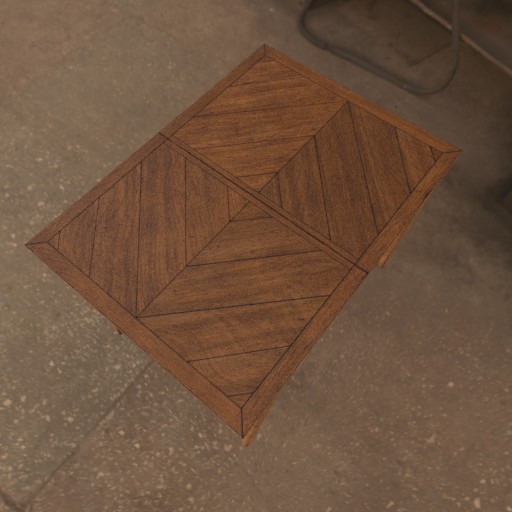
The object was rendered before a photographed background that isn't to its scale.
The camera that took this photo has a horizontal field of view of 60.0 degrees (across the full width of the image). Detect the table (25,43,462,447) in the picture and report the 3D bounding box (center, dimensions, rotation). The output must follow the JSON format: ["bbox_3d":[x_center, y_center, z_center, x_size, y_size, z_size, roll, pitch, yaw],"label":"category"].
[{"bbox_3d":[0.000,0.000,1.591,0.757,0.760,1.027,36,68,17],"label":"table"}]
